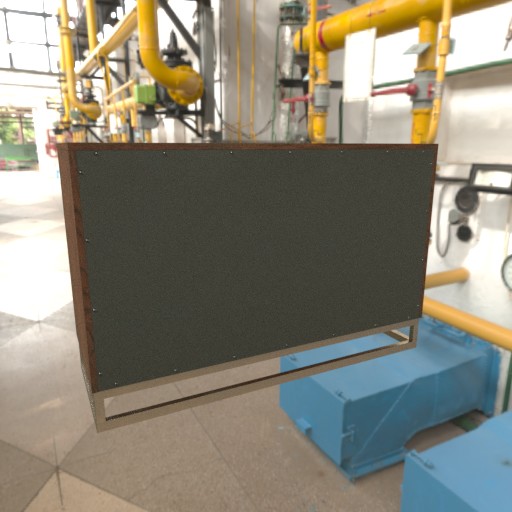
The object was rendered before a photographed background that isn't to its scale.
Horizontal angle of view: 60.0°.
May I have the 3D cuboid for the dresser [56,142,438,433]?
[{"bbox_3d":[0.000,0.000,2.156,1.646,1.061,0.623,-7,16,-26],"label":"dresser"}]
